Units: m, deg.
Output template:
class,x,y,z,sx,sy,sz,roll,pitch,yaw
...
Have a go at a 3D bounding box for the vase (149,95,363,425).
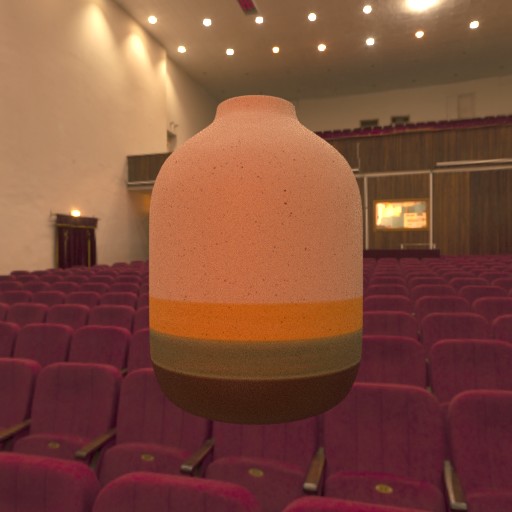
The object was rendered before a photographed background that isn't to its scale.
class,x,y,z,sx,sy,sz,roll,pitch,yaw
vase,0.000,0.000,0.361,0.169,0.240,0.169,0,0,0
